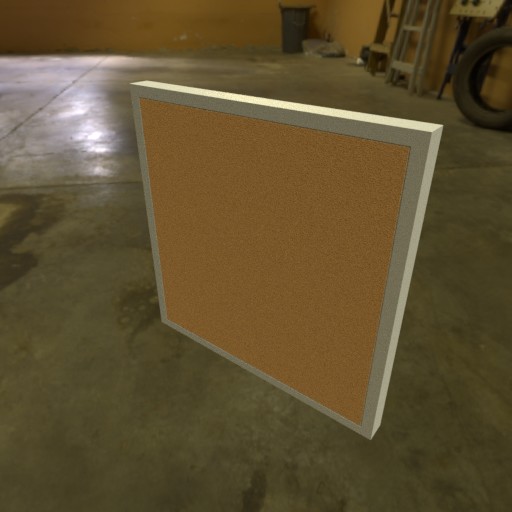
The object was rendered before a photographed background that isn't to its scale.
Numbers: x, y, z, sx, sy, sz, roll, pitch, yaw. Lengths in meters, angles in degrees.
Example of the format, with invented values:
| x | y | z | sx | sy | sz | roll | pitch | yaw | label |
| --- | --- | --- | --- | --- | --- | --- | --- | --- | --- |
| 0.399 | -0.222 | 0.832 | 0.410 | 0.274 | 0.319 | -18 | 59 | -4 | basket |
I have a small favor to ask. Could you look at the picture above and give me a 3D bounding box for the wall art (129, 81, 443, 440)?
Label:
| x | y | z | sx | sy | sz | roll | pitch | yaw | label |
| --- | --- | --- | --- | --- | --- | --- | --- | --- | --- |
| 0.000 | 0.000 | 0.749 | 0.506 | 0.506 | 0.038 | 21 | 36 | 32 | wall art |
